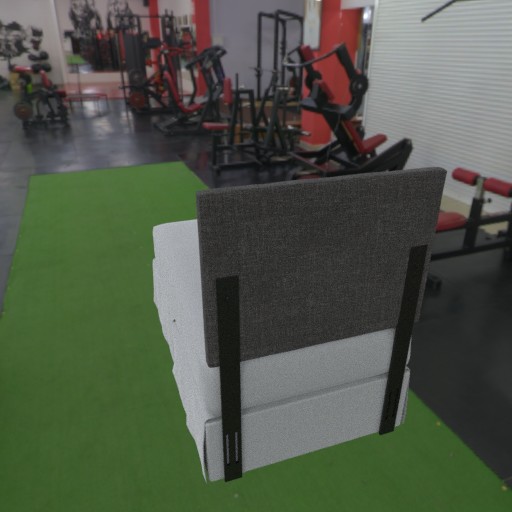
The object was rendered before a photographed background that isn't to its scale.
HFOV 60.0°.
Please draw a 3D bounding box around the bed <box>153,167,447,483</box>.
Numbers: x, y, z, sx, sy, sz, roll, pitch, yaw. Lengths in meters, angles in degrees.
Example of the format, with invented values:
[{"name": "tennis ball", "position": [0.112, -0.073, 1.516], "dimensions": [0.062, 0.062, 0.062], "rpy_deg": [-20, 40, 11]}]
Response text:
[{"name": "bed", "position": [0.000, 0.000, 2.972], "dimensions": [1.261, 1.571, 1.997], "rpy_deg": [-9, 27, -17]}]
